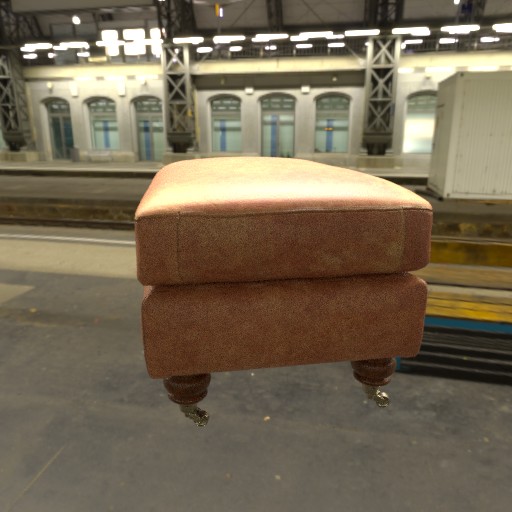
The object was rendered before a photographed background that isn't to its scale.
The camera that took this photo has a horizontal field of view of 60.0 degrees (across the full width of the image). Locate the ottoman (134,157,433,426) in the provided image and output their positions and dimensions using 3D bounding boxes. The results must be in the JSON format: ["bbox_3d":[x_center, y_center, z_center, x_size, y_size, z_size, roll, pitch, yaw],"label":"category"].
[{"bbox_3d":[0.000,0.000,1.194,0.565,0.507,0.852,-3,16,-9],"label":"ottoman"}]
